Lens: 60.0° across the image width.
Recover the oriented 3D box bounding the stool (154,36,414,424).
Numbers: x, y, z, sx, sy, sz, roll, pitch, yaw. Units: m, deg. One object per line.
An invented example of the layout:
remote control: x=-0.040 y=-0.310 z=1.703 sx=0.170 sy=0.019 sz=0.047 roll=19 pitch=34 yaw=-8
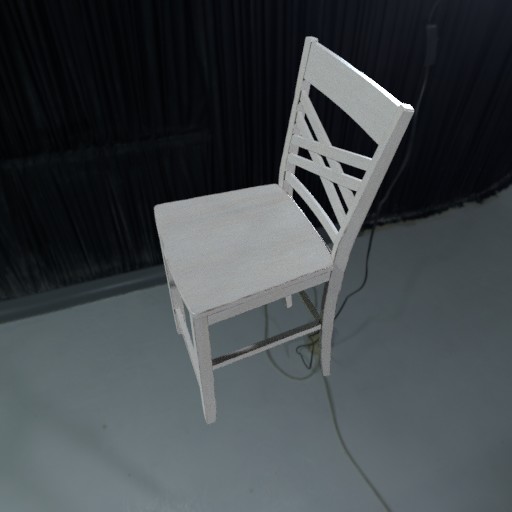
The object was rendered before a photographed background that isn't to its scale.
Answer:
stool: x=0.000 y=0.000 z=1.362 sx=0.539 sy=1.079 sz=0.462 roll=-15 pitch=46 yaw=-15
